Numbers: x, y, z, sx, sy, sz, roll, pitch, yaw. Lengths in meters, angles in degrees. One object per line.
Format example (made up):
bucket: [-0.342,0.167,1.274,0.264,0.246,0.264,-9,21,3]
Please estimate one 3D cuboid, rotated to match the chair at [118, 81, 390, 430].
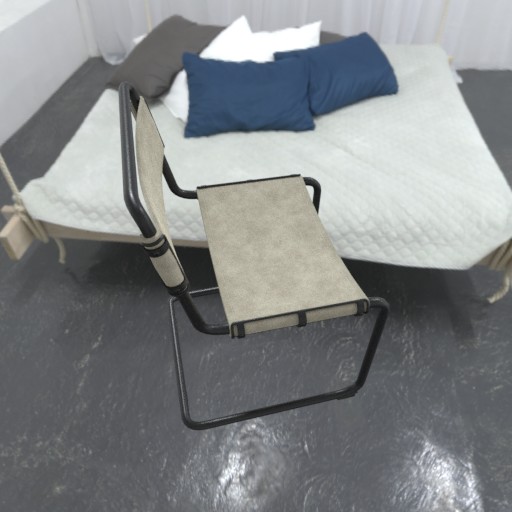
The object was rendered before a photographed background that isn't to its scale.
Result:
chair: [0.000,0.000,1.087,0.497,0.747,0.499,-10,46,-9]
